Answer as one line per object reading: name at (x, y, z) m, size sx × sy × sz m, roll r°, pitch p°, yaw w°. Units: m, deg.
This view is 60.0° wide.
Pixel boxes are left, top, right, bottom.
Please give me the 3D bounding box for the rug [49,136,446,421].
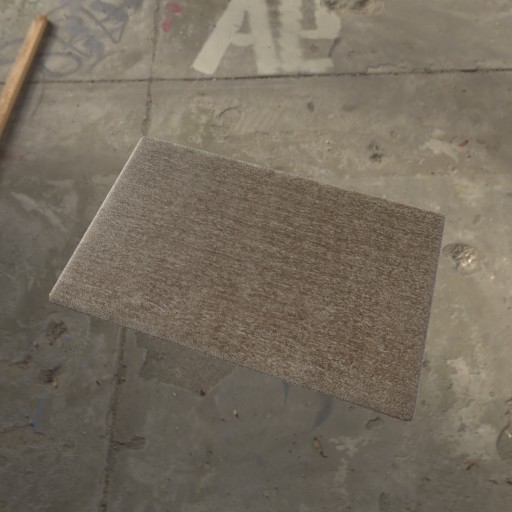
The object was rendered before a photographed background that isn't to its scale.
rug at (0.000, 0.000, 3.134) m, size 2.469 × 0.024 × 1.539 m, roll 16°, pitch 64°, yaw 8°
